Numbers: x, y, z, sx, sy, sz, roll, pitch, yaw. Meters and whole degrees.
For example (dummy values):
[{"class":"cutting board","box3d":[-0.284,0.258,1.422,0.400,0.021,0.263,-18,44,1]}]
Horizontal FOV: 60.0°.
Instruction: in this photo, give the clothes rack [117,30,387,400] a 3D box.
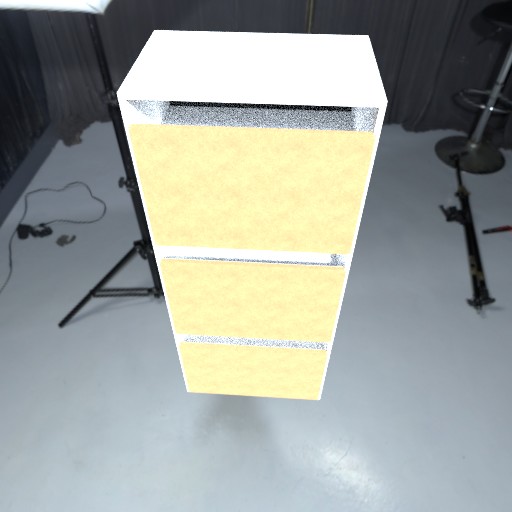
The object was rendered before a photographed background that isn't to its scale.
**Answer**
[{"class":"clothes rack","box3d":[0.000,0.000,1.359,0.500,1.187,0.330,3,46,3]}]
